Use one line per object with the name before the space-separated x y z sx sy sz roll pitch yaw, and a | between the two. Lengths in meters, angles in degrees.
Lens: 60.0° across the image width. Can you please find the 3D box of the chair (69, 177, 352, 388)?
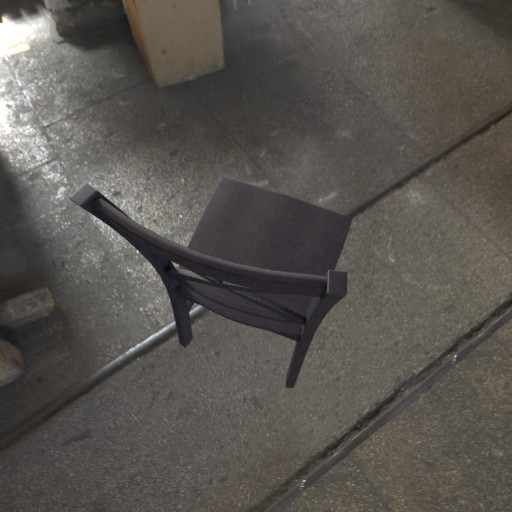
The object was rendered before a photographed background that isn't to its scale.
chair | 0.000 0.000 1.248 0.485 0.983 0.542 19 64 10
